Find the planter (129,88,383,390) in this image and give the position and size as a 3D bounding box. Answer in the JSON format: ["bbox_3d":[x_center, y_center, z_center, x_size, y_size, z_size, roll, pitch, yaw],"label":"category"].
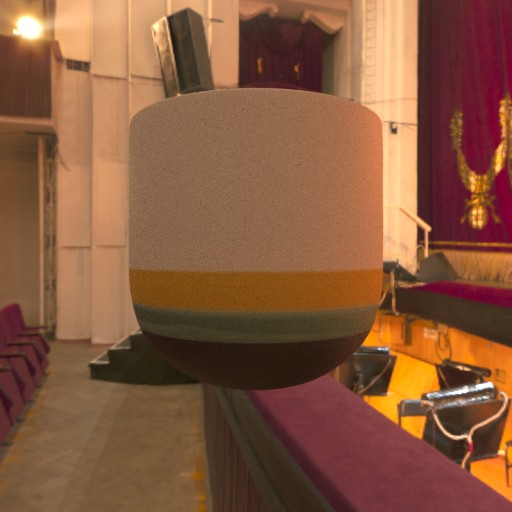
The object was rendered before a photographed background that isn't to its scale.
[{"bbox_3d":[0.000,0.000,0.486,0.268,0.270,0.268,0,0,0],"label":"planter"}]
